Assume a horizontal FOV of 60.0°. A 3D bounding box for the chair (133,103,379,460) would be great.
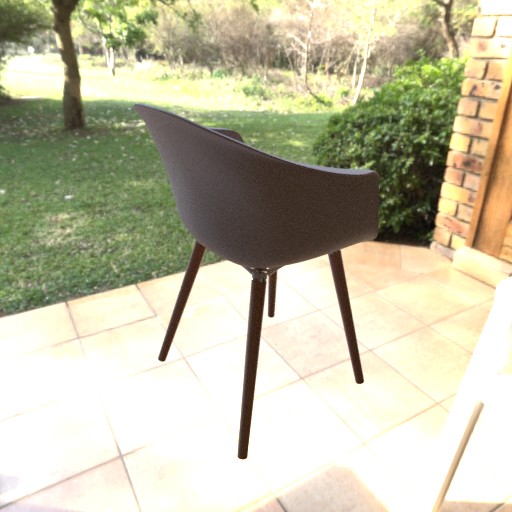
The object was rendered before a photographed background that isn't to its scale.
[{"bbox_3d":[0.000,0.000,1.141,0.504,0.781,0.593,-18,32,-32],"label":"chair"}]
